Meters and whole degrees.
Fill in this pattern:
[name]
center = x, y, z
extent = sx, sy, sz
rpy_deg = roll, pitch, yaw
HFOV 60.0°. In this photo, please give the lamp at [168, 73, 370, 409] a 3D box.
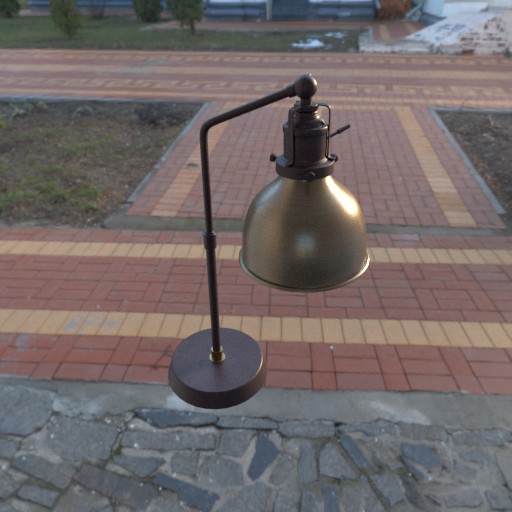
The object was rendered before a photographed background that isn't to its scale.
[lamp]
center = 0.000, 0.000, 0.604
extent = 0.298, 0.469, 0.175
rpy_deg = 11, 33, 17
